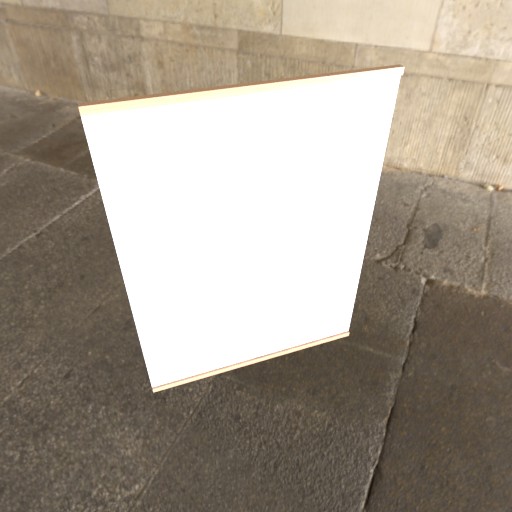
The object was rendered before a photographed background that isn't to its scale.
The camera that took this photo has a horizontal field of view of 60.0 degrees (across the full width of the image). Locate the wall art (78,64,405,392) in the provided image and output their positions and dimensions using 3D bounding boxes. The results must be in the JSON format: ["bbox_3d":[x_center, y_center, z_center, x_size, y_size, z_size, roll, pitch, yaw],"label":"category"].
[{"bbox_3d":[0.000,0.000,0.793,0.459,0.608,0.012,-13,42,-15],"label":"wall art"}]
